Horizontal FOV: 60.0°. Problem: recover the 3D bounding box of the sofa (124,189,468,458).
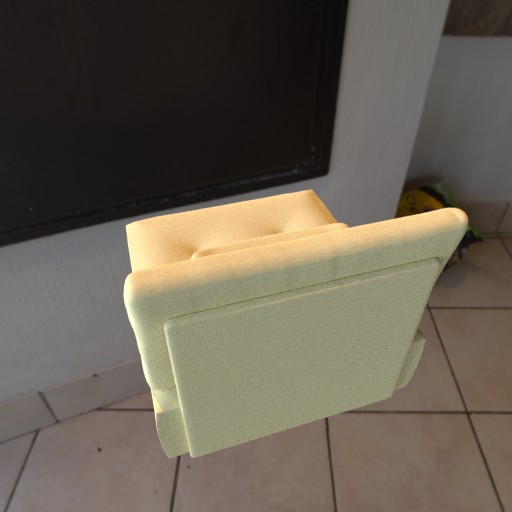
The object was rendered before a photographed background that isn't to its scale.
[{"bbox_3d":[0.000,0.000,1.665,0.930,0.820,1.000,-12,42,-13],"label":"sofa"}]
